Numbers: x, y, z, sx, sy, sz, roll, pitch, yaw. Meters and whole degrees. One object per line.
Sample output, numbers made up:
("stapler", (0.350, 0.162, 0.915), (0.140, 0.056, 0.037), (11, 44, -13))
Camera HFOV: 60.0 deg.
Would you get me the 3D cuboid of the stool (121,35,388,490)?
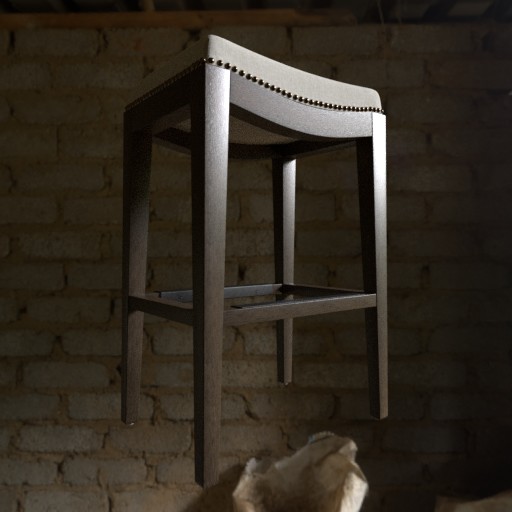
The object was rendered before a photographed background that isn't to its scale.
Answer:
("stool", (0.000, 0.000, 1.006), (0.498, 0.759, 0.358), (-1, 2, -38))
